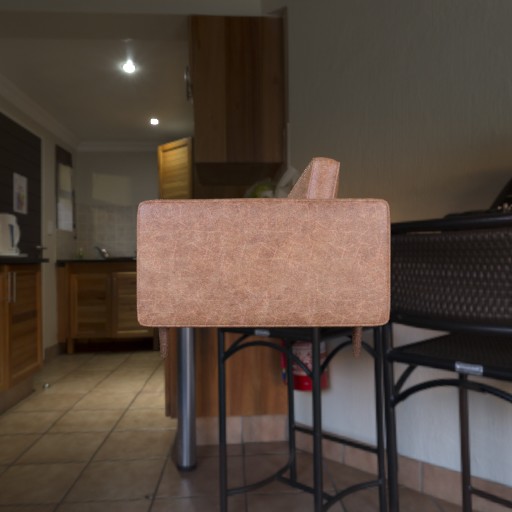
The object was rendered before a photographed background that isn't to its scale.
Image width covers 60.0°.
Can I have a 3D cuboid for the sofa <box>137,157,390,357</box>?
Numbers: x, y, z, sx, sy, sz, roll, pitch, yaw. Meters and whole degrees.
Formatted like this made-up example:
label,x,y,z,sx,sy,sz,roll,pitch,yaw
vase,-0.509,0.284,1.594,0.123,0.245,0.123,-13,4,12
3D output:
label,x,y,z,sx,sy,sz,roll,pitch,yaw
sofa,0.000,0.000,2.634,0.919,0.770,2.200,0,0,-1
